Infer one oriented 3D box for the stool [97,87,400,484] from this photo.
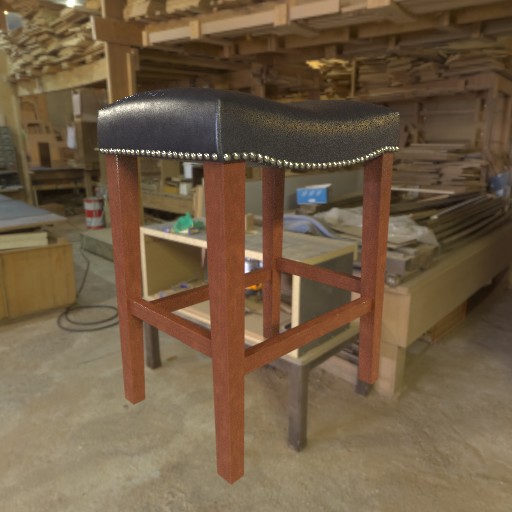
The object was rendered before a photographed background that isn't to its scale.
[{"bbox_3d":[0.000,0.000,0.959,0.504,0.654,0.372,-15,21,-43],"label":"stool"}]
